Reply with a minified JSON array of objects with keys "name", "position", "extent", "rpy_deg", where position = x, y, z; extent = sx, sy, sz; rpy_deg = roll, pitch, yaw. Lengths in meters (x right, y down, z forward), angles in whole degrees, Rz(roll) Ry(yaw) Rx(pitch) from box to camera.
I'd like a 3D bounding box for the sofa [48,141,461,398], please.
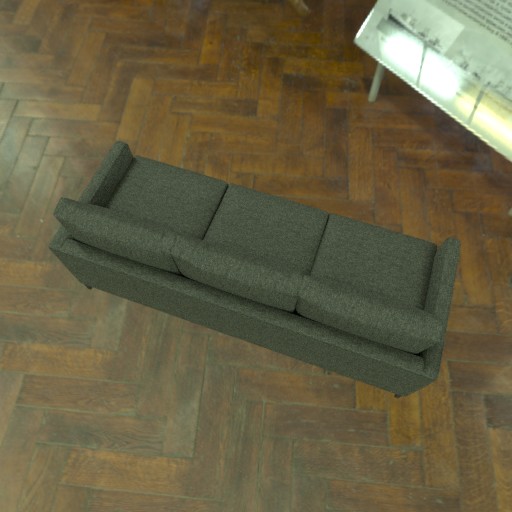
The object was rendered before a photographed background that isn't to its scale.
[{"name":"sofa","position":[0.000,0.000,2.704],"extent":[2.253,0.879,0.876],"rpy_deg":[18,65,9]}]
